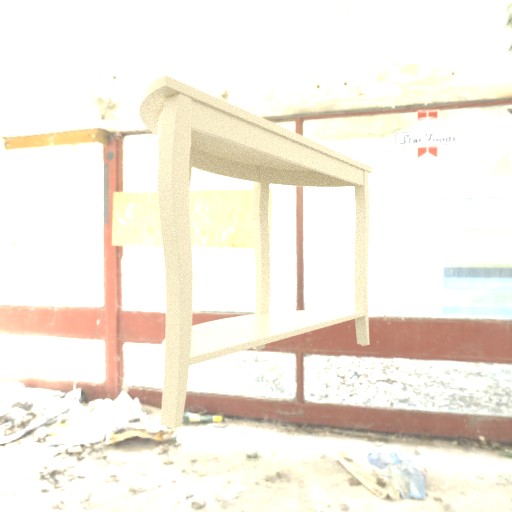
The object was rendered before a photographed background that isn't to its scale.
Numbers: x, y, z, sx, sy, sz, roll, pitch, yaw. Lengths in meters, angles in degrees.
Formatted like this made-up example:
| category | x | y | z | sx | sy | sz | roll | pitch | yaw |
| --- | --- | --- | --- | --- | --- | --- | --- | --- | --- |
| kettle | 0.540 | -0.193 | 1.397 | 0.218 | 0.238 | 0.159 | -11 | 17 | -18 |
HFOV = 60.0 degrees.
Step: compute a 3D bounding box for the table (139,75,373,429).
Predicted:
| category | x | y | z | sx | sy | sz | roll | pitch | yaw |
| --- | --- | --- | --- | --- | --- | --- | --- | --- | --- |
| table | 0.000 | 0.000 | 1.565 | 0.394 | 0.780 | 1.219 | 0 | 0 | 35 |
